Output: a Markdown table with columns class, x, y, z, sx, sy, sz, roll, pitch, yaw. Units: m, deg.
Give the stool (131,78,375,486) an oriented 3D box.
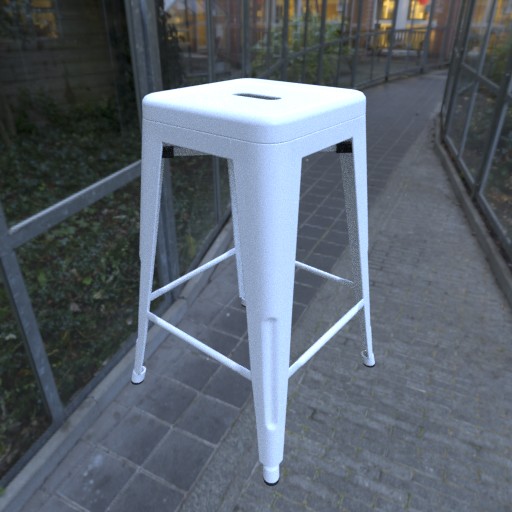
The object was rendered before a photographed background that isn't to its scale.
| class | x | y | z | sx | sy | sz | roll | pitch | yaw |
| --- | --- | --- | --- | --- | --- | --- | --- | --- | --- |
| stool | 0.000 | 0.000 | 0.871 | 0.406 | 0.610 | 0.406 | 22 | 36 | 34 |
